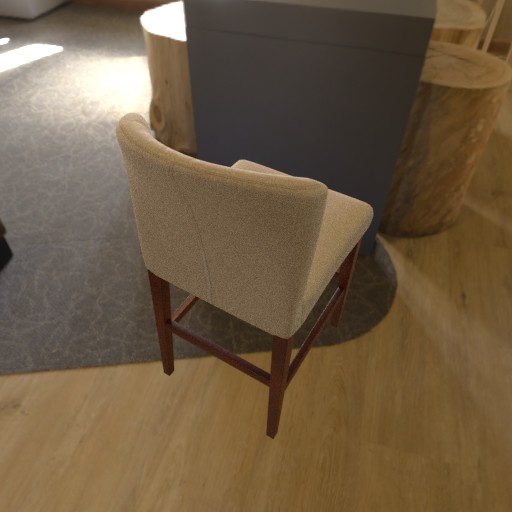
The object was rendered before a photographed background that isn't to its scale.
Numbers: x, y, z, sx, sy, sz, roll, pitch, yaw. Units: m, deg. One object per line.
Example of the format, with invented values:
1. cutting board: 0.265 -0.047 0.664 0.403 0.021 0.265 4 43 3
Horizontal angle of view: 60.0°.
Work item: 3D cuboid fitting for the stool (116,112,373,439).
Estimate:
1. stool: 0.000 0.000 1.267 0.479 0.968 0.568 24 51 21
